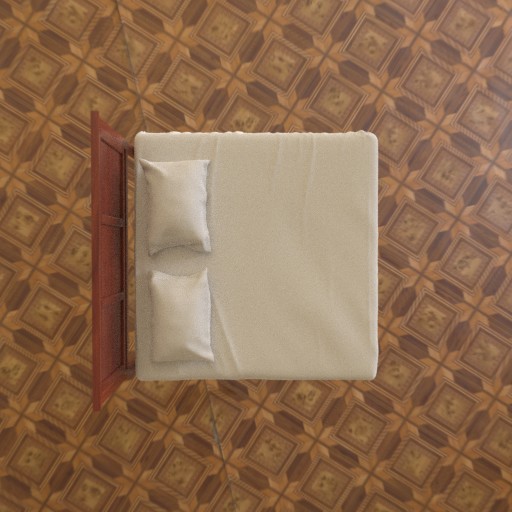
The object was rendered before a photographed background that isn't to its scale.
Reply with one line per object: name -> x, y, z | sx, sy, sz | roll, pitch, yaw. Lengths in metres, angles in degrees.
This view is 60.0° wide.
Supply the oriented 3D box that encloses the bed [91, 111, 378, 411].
bed -> 0.000, 0.000, 3.589 | 2.219, 1.271, 2.314 | 0, 91, 0
